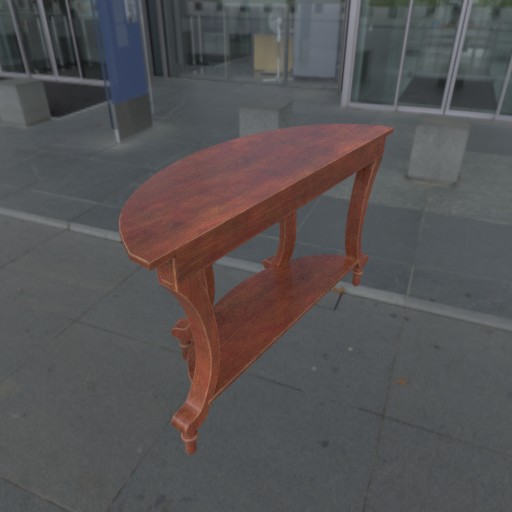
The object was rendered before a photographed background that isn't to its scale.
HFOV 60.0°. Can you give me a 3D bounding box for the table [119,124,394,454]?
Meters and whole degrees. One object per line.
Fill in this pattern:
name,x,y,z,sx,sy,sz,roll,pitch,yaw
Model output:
table,0.000,0.000,1.549,0.394,0.699,1.198,22,38,31
